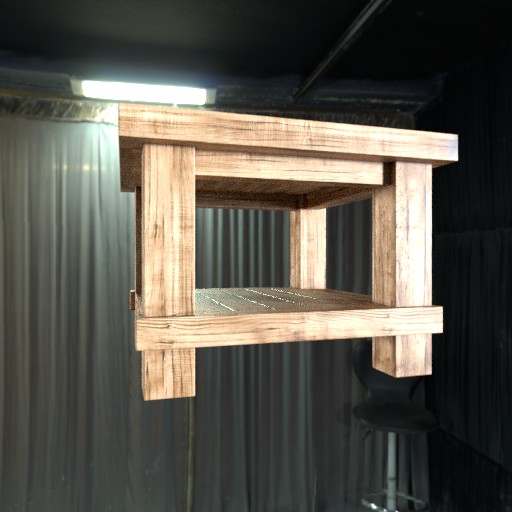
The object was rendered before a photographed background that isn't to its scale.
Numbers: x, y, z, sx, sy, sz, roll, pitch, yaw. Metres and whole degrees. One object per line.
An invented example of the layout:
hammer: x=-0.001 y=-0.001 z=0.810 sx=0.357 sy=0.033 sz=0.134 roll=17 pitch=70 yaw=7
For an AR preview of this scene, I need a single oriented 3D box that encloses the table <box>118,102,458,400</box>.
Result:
table: x=0.000 y=0.000 z=1.036 sx=0.610 sy=0.457 sz=0.610 roll=0 pitch=0 yaw=-17
